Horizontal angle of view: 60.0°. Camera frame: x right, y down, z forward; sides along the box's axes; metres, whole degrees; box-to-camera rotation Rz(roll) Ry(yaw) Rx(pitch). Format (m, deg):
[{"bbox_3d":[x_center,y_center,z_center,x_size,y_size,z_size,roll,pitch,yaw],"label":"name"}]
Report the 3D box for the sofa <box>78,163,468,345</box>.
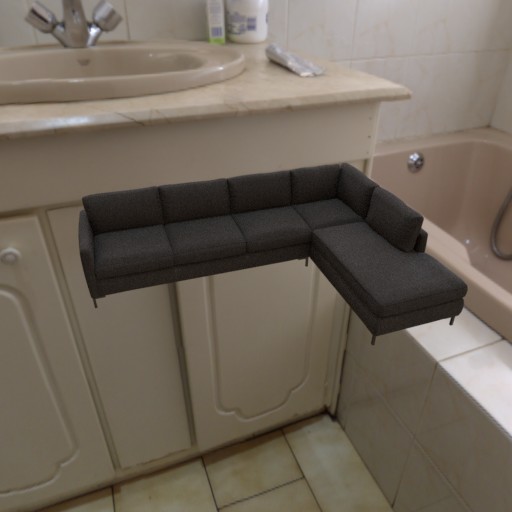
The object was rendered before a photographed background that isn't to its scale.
[{"bbox_3d":[0.000,0.000,3.926,2.949,0.815,2.007,-10,34,-15],"label":"sofa"}]
